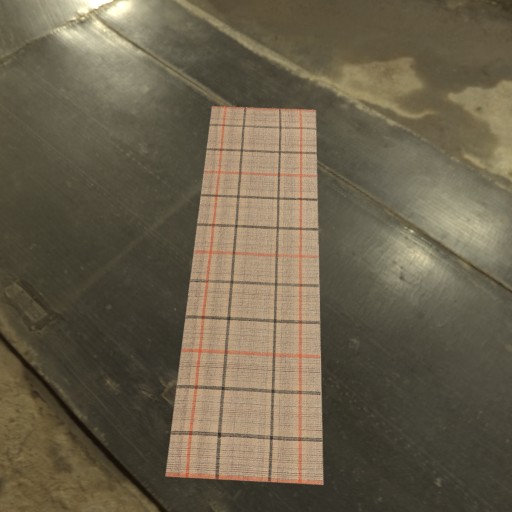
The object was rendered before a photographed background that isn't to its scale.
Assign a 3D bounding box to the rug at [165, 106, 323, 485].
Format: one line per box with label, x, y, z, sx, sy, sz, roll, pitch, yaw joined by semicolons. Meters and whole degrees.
rug;0.000;0.000;2.693;0.762;0.008;2.439;2;63;1
